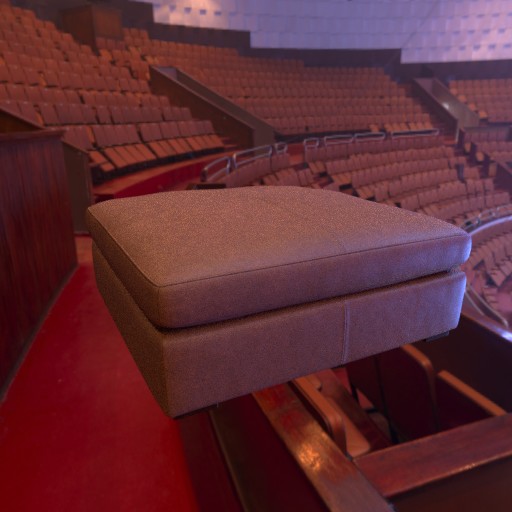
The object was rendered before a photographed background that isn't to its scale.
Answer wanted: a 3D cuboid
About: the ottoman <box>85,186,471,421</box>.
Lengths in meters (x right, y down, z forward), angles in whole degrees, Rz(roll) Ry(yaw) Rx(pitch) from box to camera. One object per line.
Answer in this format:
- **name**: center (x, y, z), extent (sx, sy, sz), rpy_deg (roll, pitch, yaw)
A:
- **ottoman**: center (0.000, 0.000, 1.818), extent (1.168, 0.490, 1.168), rpy_deg (-9, 19, -27)
